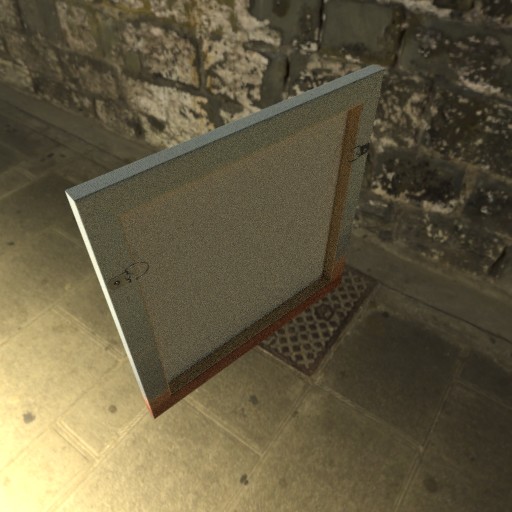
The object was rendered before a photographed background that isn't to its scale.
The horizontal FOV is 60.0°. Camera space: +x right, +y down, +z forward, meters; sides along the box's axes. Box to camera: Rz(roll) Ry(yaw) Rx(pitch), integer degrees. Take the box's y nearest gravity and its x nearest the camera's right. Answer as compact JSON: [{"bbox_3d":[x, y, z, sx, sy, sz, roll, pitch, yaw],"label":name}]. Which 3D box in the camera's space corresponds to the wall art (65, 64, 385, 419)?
[{"bbox_3d":[0.000,0.000,0.901,0.605,0.605,0.034,-31,53,-27],"label":"wall art"}]
